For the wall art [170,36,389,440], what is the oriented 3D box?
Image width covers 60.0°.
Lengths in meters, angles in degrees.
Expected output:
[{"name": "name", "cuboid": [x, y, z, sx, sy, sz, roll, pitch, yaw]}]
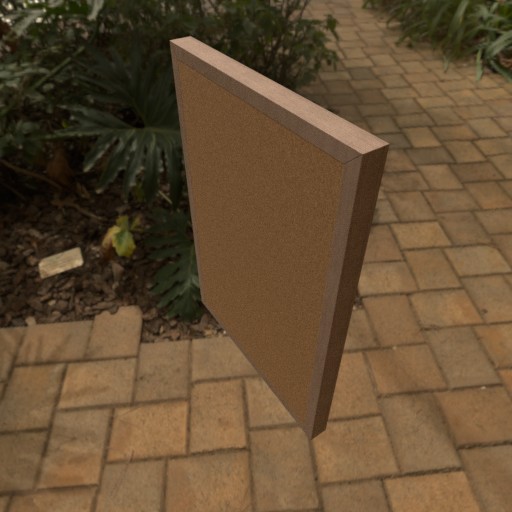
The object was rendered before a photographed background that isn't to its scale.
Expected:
[{"name": "wall art", "cuboid": [0.000, 0.000, 0.647, 0.031, 0.509, 0.356, -25, 48, -25]}]
